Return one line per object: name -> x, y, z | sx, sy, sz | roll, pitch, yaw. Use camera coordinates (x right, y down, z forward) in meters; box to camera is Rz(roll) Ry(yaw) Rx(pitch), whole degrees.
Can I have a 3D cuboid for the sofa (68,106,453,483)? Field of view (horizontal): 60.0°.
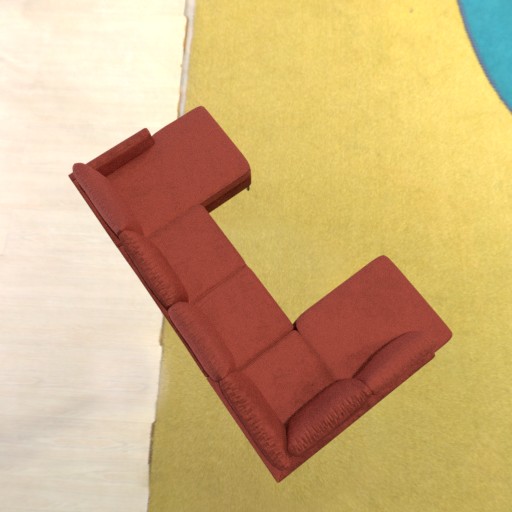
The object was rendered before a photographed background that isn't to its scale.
sofa -> 0.000, 0.000, 4.315 | 2.055, 0.992, 3.434 | -35, 77, -9
